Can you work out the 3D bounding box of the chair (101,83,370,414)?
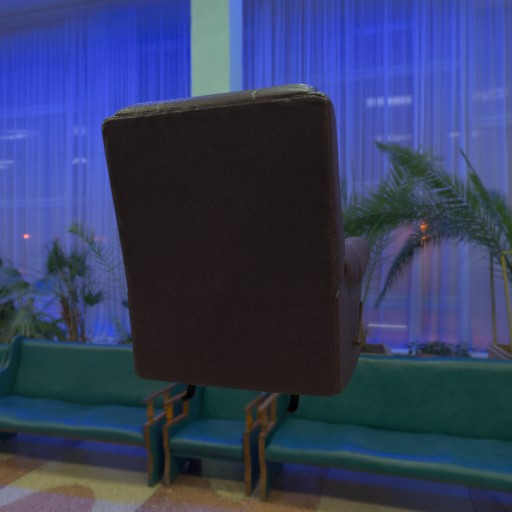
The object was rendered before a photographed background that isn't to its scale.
[{"bbox_3d":[0.000,0.000,1.795,0.838,1.054,1.014,0,0,18],"label":"chair"}]
